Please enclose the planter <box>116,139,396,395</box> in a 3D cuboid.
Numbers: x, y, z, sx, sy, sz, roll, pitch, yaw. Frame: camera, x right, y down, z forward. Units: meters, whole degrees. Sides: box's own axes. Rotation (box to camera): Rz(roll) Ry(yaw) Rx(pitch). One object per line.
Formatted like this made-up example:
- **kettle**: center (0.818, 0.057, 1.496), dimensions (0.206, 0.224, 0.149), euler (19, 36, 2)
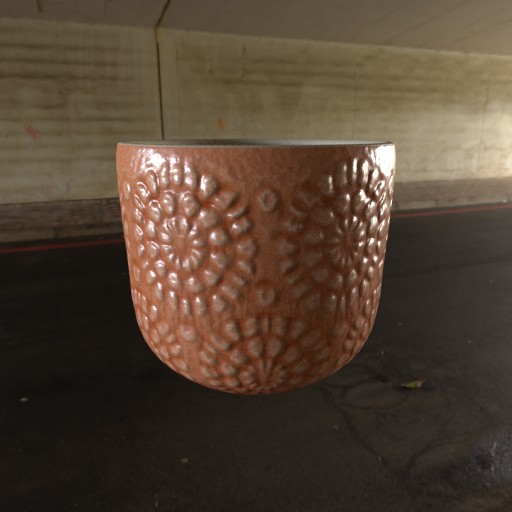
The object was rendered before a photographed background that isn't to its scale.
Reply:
- **planter**: center (0.000, 0.000, 0.218), dimensions (0.124, 0.109, 0.124), euler (0, 16, 0)
